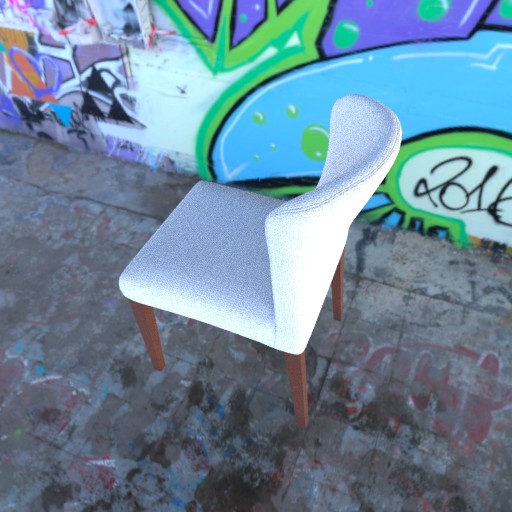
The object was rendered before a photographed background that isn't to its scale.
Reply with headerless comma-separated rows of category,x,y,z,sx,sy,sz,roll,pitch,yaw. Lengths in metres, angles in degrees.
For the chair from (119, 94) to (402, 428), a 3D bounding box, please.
chair,0.000,0.000,1.207,0.589,0.839,0.491,16,47,15
